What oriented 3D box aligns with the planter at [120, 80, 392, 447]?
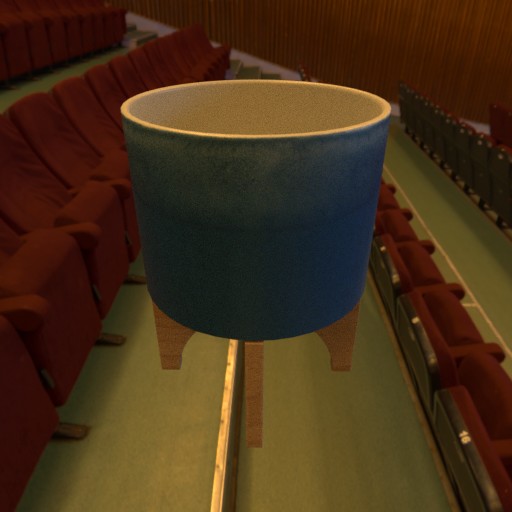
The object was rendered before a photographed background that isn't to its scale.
[{"bbox_3d":[0.000,0.000,0.391,0.192,0.263,0.192,0,30,0],"label":"planter"}]
